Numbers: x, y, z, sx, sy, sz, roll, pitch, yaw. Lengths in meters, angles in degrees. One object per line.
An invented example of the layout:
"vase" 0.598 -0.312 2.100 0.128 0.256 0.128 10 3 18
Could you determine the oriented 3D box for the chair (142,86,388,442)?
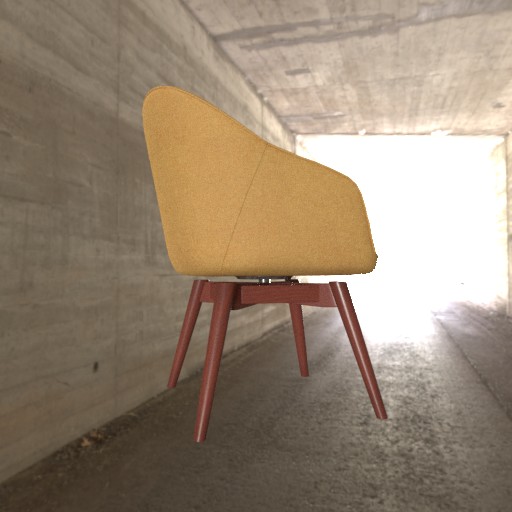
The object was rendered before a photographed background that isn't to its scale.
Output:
"chair" 0.000 0.000 1.266 0.635 0.823 0.596 1 -2 -18
